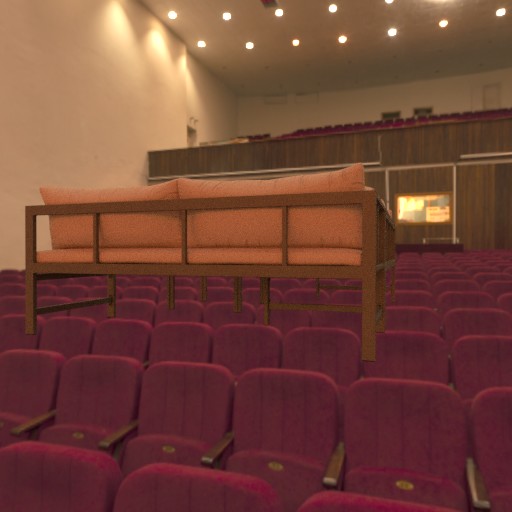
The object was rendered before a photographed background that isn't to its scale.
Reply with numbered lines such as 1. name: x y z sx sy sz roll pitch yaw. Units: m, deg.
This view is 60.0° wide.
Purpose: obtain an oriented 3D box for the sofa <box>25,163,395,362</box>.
1. sofa: 0.000 0.000 2.879 1.658 0.758 2.096 0 0 19
